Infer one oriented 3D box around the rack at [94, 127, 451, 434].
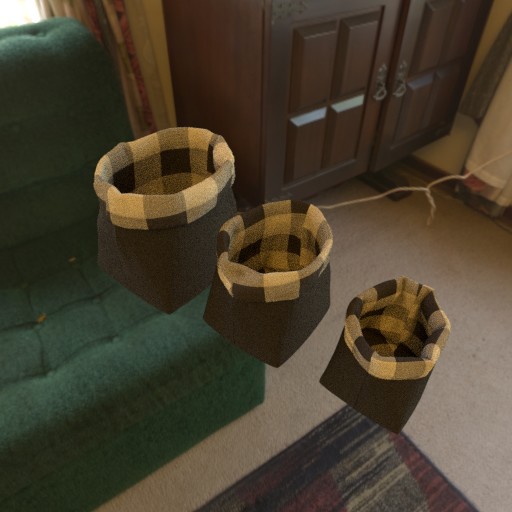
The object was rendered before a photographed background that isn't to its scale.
[{"bbox_3d":[0.000,0.000,1.038,0.889,0.329,0.370,27,49,27],"label":"rack"}]
